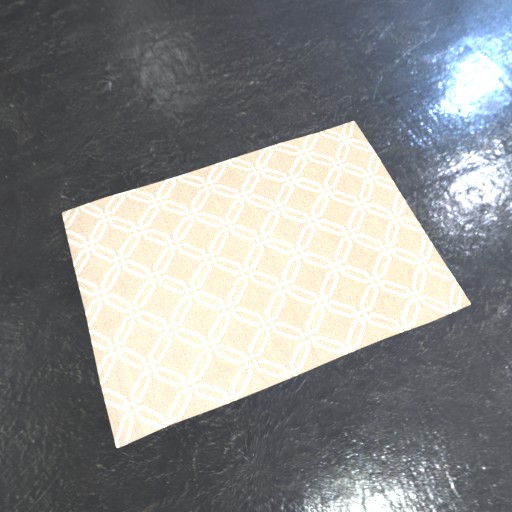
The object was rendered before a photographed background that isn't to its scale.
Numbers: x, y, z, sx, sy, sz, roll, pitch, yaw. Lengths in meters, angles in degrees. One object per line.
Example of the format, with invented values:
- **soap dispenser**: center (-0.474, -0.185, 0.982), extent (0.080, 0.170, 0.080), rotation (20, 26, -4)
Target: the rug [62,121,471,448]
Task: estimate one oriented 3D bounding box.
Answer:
- **rug**: center (0.000, 0.000, 2.738), extent (2.135, 0.013, 1.524), rotation (-20, 66, -9)
